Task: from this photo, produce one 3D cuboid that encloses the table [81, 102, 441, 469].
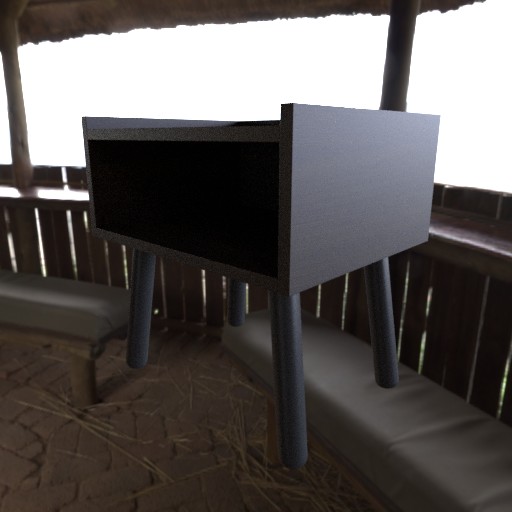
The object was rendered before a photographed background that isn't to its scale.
[{"bbox_3d":[0.000,0.000,0.777,0.450,0.470,0.370,14,20,41],"label":"table"}]
